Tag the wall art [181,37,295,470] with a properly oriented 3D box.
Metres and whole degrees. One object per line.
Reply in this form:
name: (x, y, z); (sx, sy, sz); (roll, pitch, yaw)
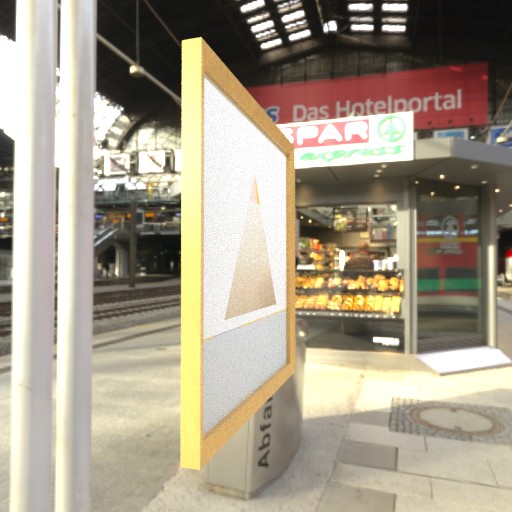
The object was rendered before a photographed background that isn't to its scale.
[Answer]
wall art: (0.000, 0.000, 2.918); (0.097, 1.936, 1.935); (0, -1, 18)
